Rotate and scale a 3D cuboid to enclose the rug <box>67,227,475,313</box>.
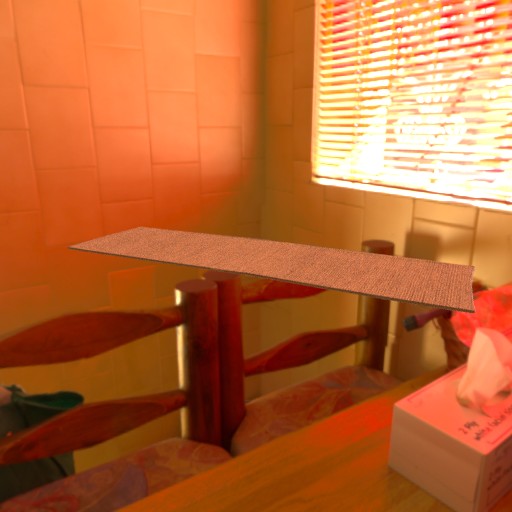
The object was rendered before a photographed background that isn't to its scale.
[{"bbox_3d":[0.000,0.000,2.581,2.320,0.032,0.692,8,17,26],"label":"rug"}]
